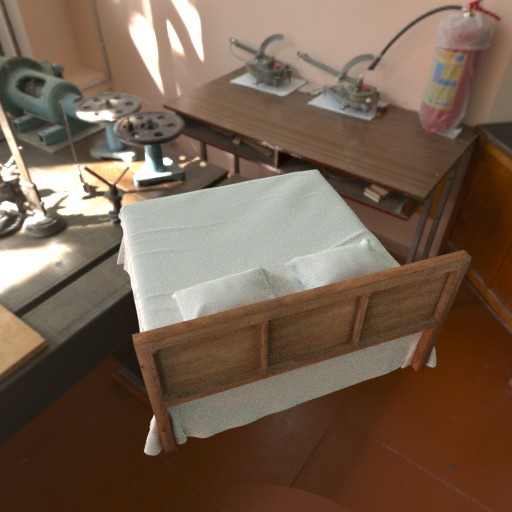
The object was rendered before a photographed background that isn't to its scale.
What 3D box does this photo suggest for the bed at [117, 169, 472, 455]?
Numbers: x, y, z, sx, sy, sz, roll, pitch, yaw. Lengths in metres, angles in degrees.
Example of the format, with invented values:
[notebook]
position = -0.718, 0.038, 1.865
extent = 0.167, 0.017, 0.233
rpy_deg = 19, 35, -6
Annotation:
[bed]
position = 0.000, 0.000, 3.555
extent = 2.255, 1.158, 2.165
rpy_deg = -13, 43, -14
